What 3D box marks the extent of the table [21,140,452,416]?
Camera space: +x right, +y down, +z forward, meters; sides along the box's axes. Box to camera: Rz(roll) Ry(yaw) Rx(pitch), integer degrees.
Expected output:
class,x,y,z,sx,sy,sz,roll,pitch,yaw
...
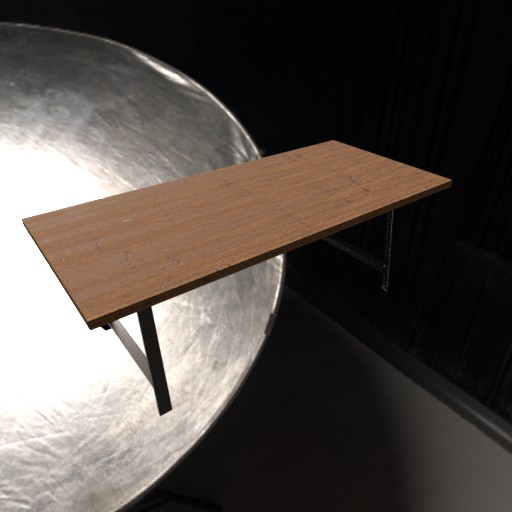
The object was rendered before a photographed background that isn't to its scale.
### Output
class,x,y,z,sx,sy,sz,roll,pitch,yaw
table,0.000,0.000,2.640,2.200,0.757,1.000,-21,37,-31
